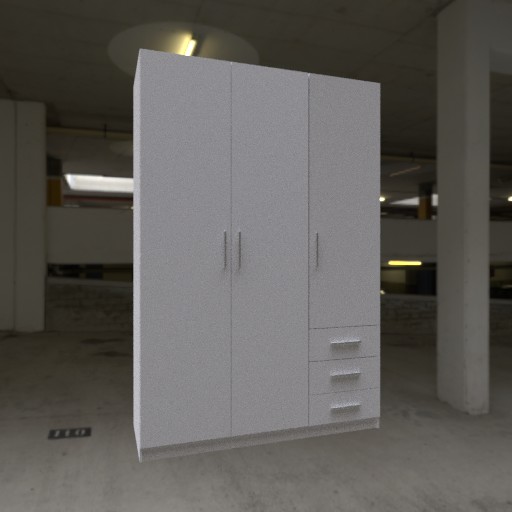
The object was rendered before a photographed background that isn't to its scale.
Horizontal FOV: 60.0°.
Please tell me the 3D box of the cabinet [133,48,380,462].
[{"bbox_3d":[0.000,0.000,2.472,1.290,1.910,0.510,0,0,-19],"label":"cabinet"}]
